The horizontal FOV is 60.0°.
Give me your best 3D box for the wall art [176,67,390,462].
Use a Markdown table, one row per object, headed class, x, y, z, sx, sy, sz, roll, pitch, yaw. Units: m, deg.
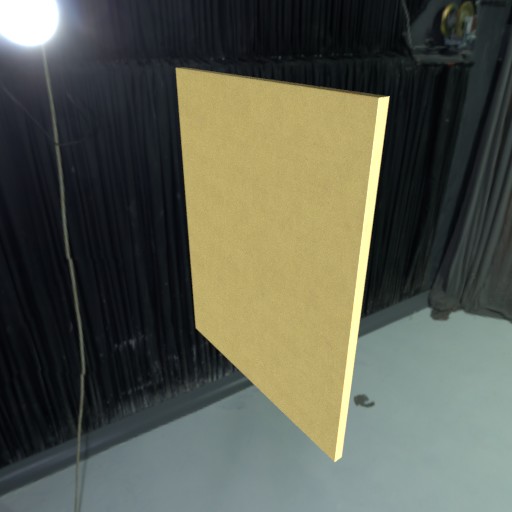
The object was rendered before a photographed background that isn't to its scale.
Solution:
| class | x | y | z | sx | sy | sz | roll | pitch | yaw |
| --- | --- | --- | --- | --- | --- | --- | --- | --- | --- |
| wall art | 0.000 | 0.000 | 1.341 | 0.030 | 1.002 | 0.798 | -19 | 33 | -32 |
